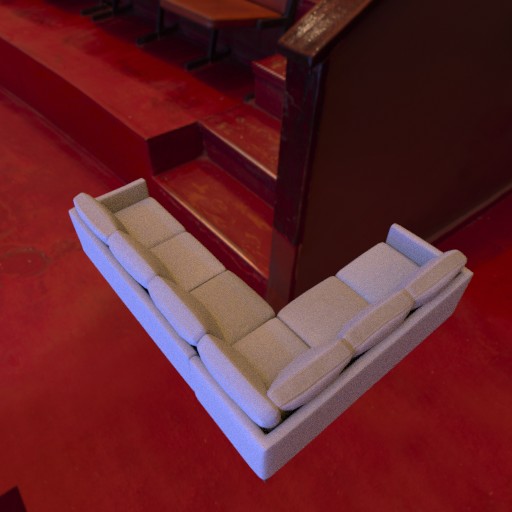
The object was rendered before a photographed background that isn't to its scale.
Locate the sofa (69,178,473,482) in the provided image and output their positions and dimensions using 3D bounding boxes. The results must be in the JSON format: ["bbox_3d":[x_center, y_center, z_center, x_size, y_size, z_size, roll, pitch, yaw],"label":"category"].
[{"bbox_3d":[0.000,0.000,4.575,2.592,0.947,3.301,-31,54,-26],"label":"sofa"}]
